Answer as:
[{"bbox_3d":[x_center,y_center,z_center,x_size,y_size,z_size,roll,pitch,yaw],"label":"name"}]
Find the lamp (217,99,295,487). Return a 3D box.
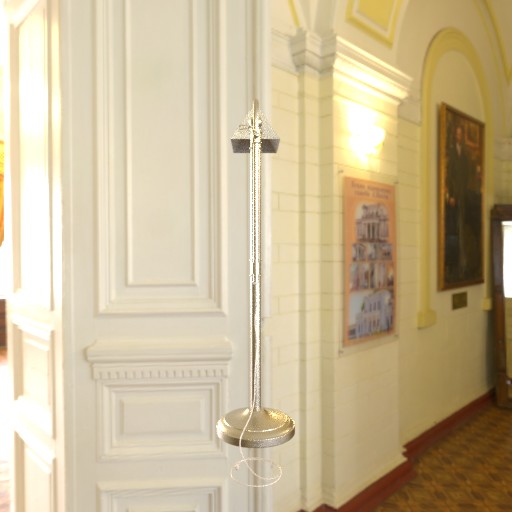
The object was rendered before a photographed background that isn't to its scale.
[{"bbox_3d":[0.000,0.000,0.953,0.159,0.708,0.546,0,1,0],"label":"lamp"}]
